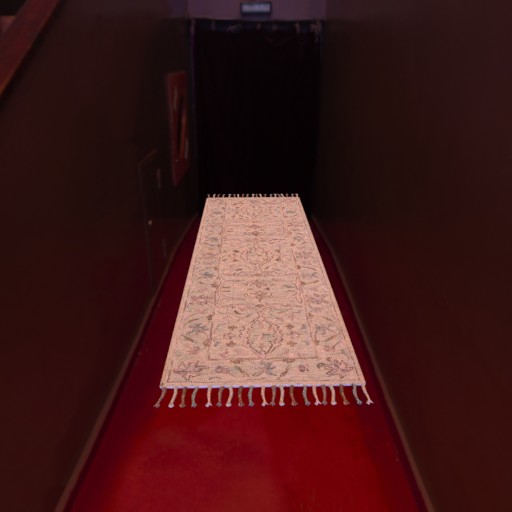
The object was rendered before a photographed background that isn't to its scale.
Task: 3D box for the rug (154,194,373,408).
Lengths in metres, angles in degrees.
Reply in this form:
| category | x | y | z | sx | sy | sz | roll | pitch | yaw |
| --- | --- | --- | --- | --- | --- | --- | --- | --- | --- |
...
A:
| category | x | y | z | sx | sy | sz | roll | pitch | yaw |
| --- | --- | --- | --- | --- | --- | --- | --- | --- | --- |
| rug | 0.000 | 0.000 | 2.646 | 0.769 | 0.013 | 2.440 | -1 | 25 | -1 |
